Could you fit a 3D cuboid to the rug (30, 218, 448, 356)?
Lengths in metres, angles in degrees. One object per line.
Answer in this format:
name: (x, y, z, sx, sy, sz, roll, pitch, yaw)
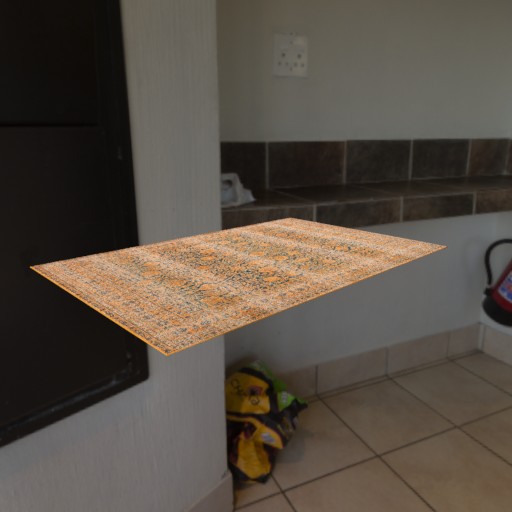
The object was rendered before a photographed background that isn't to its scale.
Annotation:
rug: (0.000, 0.000, 2.932, 2.336, 0.007, 1.525, -14, 21, -41)
